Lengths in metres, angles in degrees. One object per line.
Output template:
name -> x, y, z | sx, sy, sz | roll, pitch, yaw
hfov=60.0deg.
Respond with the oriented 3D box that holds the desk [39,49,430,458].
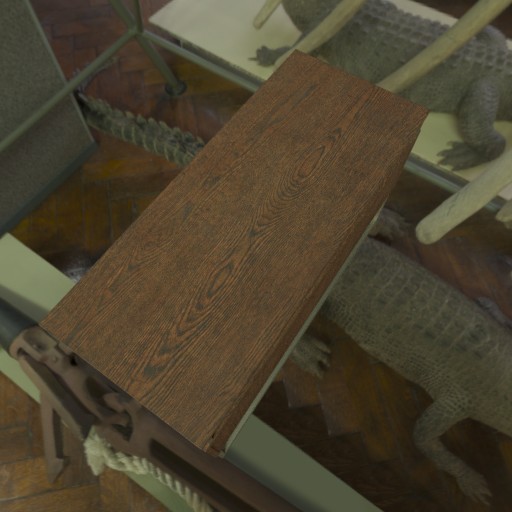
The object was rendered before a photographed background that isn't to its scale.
desk -> 0.000, 0.000, 1.800 | 0.610, 0.792, 1.384 | 31, 67, 15
